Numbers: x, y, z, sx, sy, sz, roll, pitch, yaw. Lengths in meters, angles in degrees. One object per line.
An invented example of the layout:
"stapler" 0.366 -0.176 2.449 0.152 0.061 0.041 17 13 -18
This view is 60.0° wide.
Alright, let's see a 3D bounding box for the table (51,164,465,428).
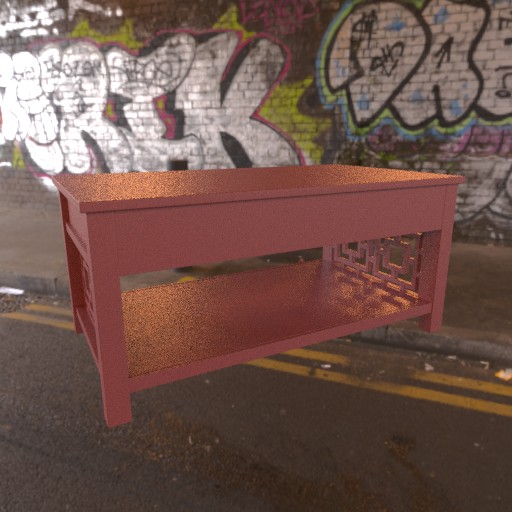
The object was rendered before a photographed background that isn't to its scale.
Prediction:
"table" 0.000 0.000 1.381 1.068 0.493 0.612 -8 18 -27
